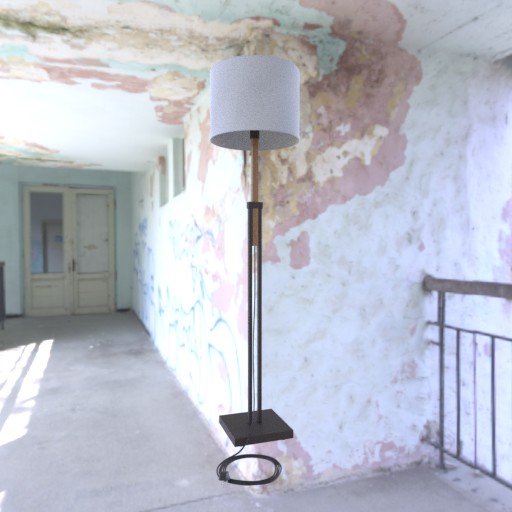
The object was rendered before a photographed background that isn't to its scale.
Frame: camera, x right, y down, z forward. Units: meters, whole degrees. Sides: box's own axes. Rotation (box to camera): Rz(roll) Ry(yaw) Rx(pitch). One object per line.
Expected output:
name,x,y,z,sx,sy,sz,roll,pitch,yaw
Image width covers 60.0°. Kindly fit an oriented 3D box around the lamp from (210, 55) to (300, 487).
lamp,0.000,0.000,1.917,0.474,1.650,0.639,-1,2,-19
